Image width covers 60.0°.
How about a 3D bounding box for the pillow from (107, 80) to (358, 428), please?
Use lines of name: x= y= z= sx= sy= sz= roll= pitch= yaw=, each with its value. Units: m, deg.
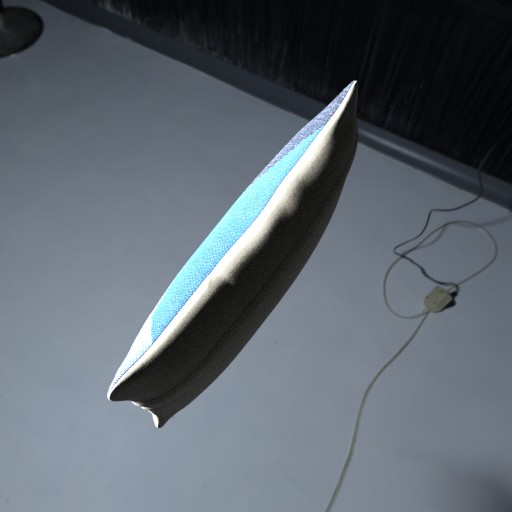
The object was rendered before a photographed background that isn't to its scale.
pillow: x=0.000 y=0.000 z=0.735 sx=0.148 sy=0.307 sz=0.604 roll=31 pitch=67 yaw=14
